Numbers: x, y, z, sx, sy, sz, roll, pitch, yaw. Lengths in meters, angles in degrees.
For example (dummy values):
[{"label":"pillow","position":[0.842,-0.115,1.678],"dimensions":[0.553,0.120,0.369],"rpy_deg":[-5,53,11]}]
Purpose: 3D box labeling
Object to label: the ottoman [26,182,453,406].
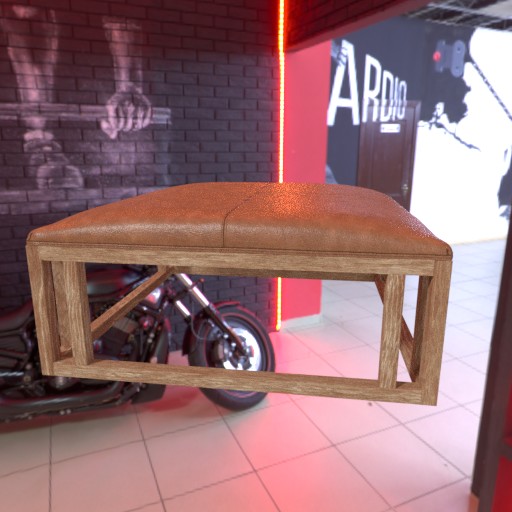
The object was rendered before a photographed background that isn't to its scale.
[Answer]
[{"label":"ottoman","position":[0.000,0.000,1.542],"dimensions":[1.013,0.442,1.016],"rpy_deg":[2,14,8]}]
